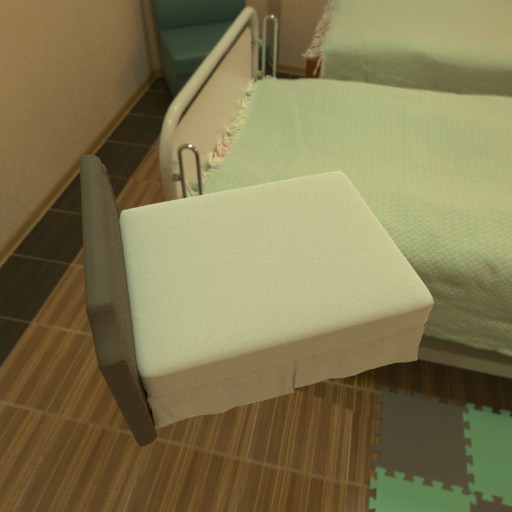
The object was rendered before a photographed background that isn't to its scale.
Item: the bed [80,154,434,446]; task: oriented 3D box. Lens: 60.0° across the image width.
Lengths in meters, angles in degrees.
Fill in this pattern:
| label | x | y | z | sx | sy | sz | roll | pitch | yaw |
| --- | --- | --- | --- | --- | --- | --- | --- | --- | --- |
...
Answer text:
| label | x | y | z | sx | sy | sz | roll | pitch | yaw |
| --- | --- | --- | --- | --- | --- | --- | --- | --- | --- |
| bed | 0.000 | 0.000 | 3.316 | 2.181 | 1.297 | 1.831 | -12 | 48 | -11 |
